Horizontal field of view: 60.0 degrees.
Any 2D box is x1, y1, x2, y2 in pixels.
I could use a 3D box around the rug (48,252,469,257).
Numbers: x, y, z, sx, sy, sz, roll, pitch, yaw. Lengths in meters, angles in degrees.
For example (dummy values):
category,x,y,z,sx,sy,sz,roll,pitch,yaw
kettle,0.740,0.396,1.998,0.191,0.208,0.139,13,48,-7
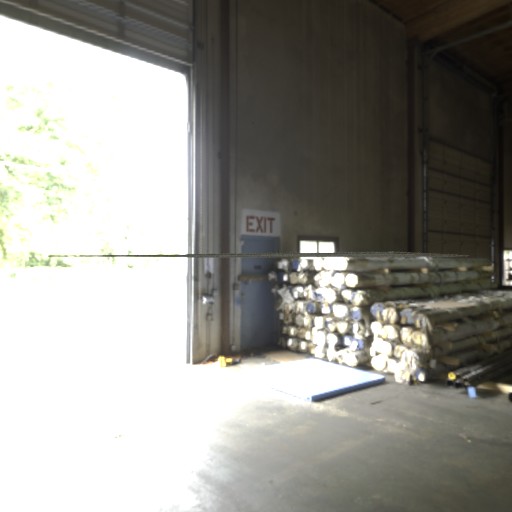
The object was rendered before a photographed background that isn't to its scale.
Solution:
category,x,y,z,sx,sy,sz,roll,pitch,yaw
rug,0.000,0.000,2.328,1.854,0.006,1.234,0,-1,35
